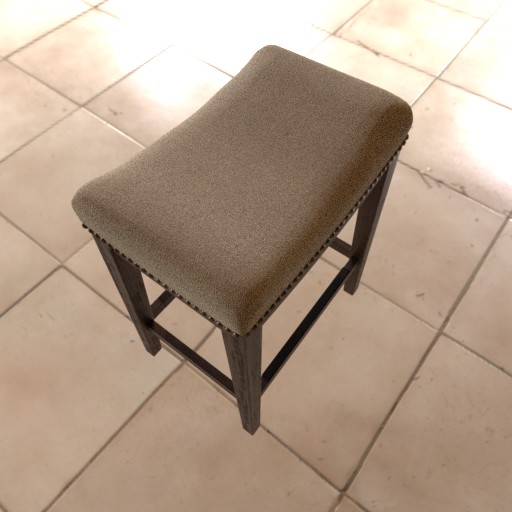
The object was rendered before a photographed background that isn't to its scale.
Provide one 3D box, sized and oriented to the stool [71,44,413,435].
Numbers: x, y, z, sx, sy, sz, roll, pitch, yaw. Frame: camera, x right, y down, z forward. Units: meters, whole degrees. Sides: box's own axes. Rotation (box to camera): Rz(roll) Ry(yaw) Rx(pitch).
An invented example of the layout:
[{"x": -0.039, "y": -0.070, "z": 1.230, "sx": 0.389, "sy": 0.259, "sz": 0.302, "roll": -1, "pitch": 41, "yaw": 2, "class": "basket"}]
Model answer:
[{"x": 0.000, "y": 0.000, "z": 0.966, "sx": 0.363, "sy": 0.669, "sz": 0.509, "roll": 33, "pitch": 64, "yaw": 19, "class": "stool"}]
